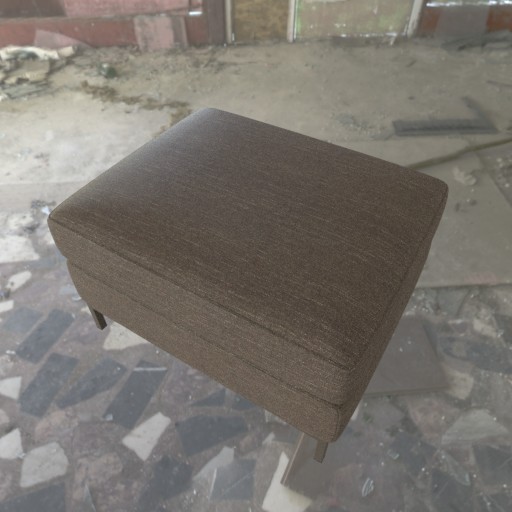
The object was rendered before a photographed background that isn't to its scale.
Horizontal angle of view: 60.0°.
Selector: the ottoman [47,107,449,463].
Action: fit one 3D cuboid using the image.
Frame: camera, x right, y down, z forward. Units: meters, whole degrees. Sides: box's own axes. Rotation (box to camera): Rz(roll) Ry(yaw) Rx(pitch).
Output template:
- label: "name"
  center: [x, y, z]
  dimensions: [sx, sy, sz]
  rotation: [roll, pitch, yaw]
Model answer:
- label: "ottoman"
  center: [0.000, 0.000, 1.230]
  dimensions: [0.820, 0.490, 0.671]
  rotation: [24, 50, 22]
